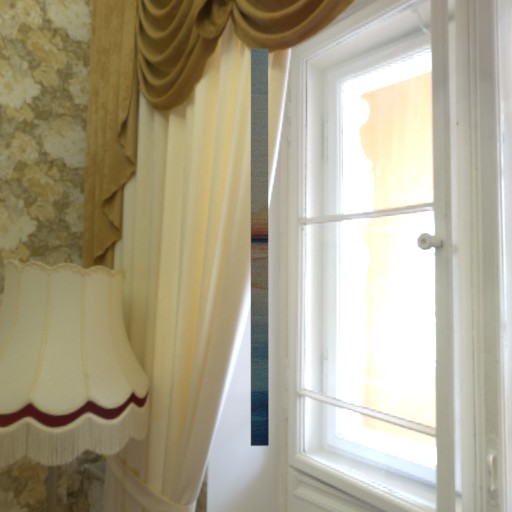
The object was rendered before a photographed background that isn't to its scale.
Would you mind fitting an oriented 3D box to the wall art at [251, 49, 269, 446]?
[{"bbox_3d":[0.000,0.000,1.409,0.034,0.756,1.137,0,-2,-1],"label":"wall art"}]
